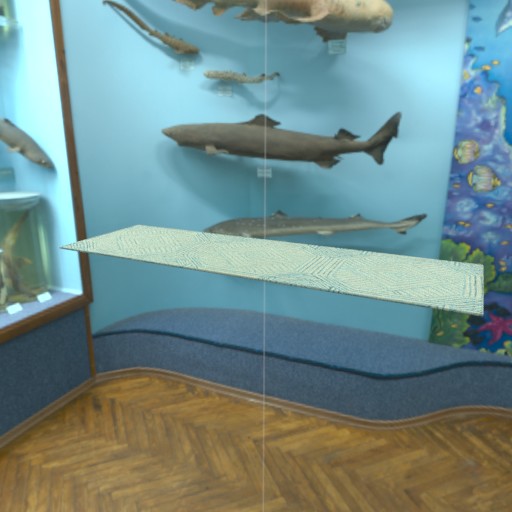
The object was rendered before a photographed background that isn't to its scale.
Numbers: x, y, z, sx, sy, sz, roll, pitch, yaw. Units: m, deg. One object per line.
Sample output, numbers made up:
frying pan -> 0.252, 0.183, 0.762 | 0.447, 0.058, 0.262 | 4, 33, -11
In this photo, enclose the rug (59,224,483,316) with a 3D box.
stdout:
rug -> 0.000, 0.000, 2.666 | 2.452, 0.012, 0.775 | 8, 18, 25
